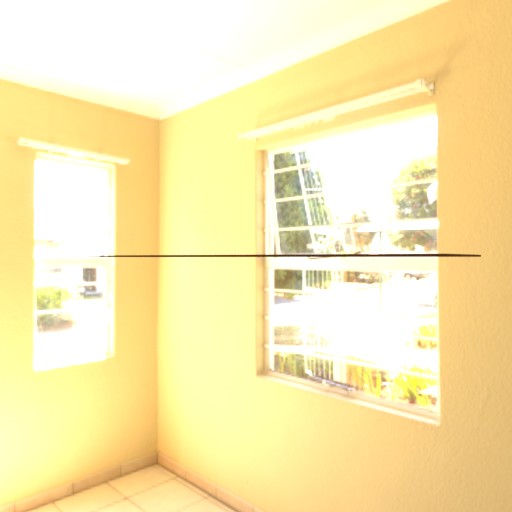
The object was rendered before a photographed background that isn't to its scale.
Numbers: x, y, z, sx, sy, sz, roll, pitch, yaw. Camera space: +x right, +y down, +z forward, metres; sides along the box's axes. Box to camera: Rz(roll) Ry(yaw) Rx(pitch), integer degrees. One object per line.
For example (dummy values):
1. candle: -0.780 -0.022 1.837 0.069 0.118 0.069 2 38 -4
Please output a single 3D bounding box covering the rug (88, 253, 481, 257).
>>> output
1. rug: 0.000 0.000 2.792 2.448 0.012 0.769 0 0 36
